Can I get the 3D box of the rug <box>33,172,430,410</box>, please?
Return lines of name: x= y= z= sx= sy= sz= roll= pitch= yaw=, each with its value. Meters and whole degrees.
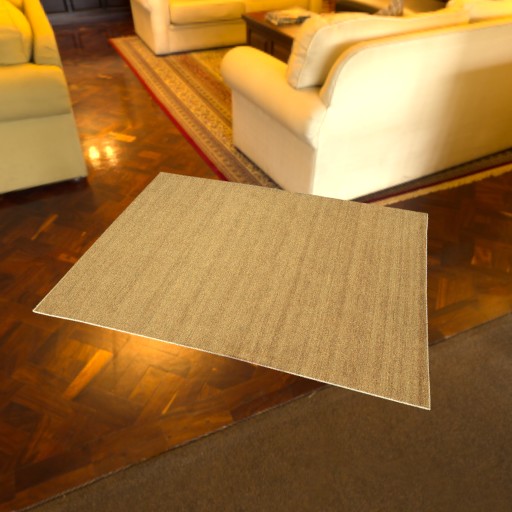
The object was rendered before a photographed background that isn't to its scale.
rug: x=0.000 y=0.000 z=4.256 sx=3.202 sy=0.045 sz=2.434 roll=11 pitch=41 yaw=13
